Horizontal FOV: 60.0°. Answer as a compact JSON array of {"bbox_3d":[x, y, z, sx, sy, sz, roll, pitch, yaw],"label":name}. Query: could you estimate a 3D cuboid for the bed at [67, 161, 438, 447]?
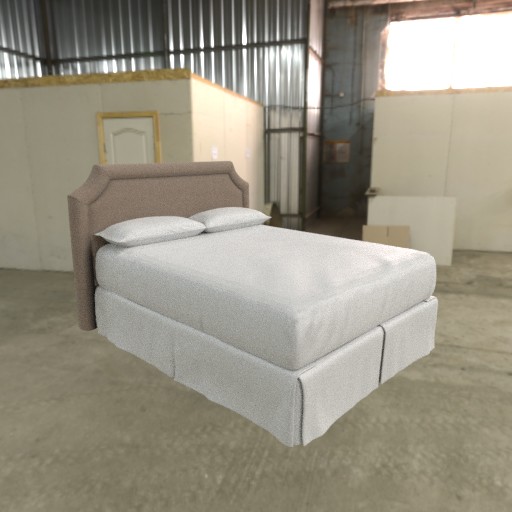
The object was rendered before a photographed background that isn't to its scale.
[{"bbox_3d":[0.000,0.000,3.265,2.164,1.303,1.828,13,19,43],"label":"bed"}]
